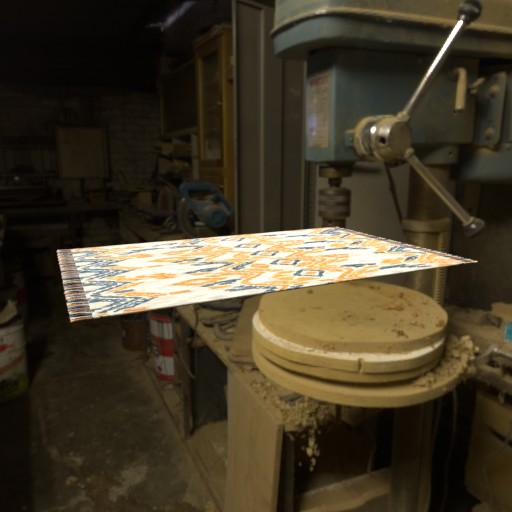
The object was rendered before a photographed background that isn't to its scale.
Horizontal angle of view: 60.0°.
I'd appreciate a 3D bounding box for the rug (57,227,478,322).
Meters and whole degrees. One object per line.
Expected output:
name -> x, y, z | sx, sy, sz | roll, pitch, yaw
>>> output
rug -> 0.000, 0.000, 3.002 | 2.428, 0.010, 1.533 | -6, 14, -25
